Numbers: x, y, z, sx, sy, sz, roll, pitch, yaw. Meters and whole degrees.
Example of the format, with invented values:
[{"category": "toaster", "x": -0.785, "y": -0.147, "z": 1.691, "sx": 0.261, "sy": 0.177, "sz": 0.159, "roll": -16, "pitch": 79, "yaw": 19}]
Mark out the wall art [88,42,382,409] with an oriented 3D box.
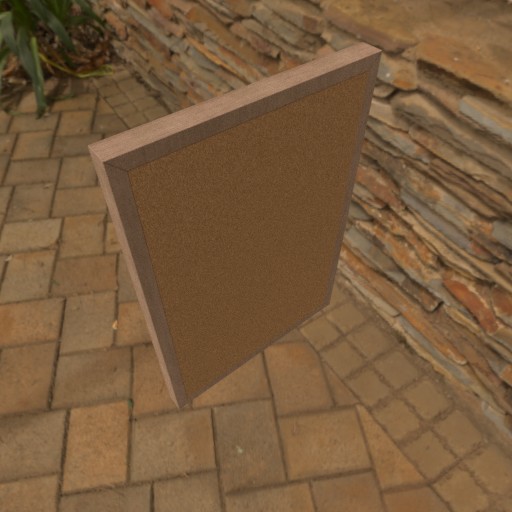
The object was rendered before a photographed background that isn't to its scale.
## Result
[{"category": "wall art", "x": 0.000, "y": 0.000, "z": 0.646, "sx": 0.356, "sy": 0.509, "sz": 0.031, "roll": -30, "pitch": 55, "yaw": -24}]
